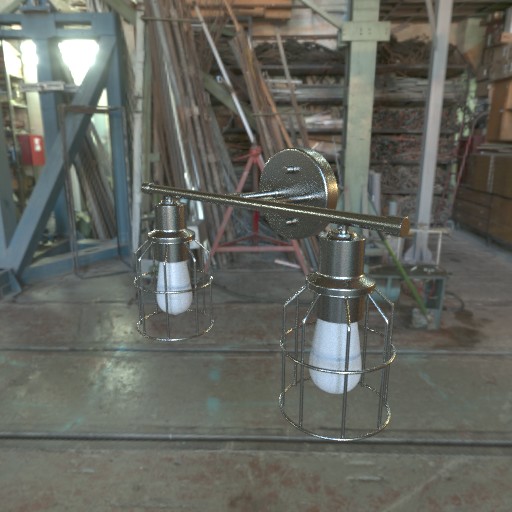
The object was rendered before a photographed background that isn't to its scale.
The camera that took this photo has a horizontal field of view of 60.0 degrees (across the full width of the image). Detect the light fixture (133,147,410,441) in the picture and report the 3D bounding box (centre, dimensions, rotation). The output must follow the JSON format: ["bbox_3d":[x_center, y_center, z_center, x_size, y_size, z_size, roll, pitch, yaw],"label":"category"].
[{"bbox_3d":[0.000,0.000,0.539,0.165,0.254,0.406,-14,20,-42],"label":"light fixture"}]
